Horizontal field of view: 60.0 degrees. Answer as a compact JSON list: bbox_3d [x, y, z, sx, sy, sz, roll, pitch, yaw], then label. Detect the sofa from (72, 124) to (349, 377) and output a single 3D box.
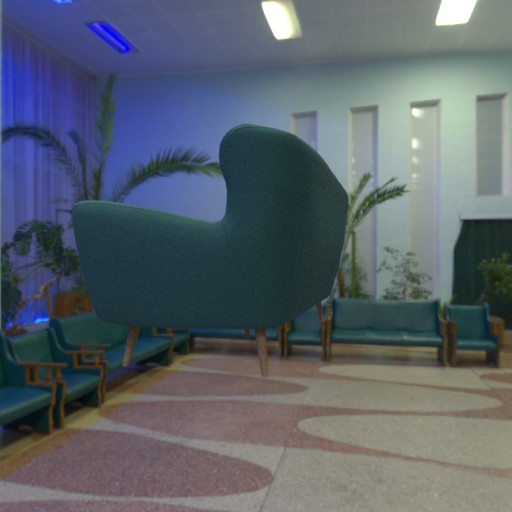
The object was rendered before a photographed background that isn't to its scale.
[{"bbox_3d":[0.000,0.000,2.399,0.889,0.890,1.930,0,0,17],"label":"sofa"}]
